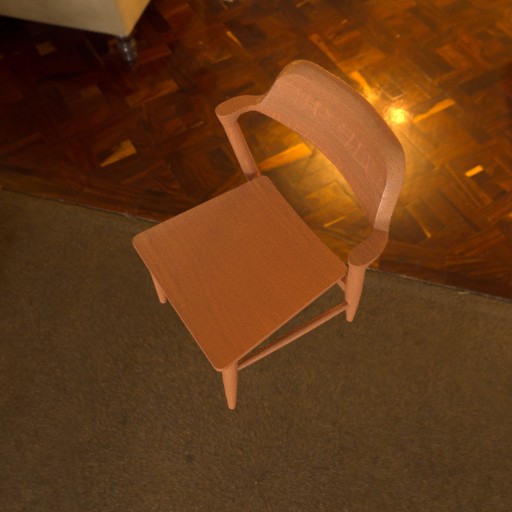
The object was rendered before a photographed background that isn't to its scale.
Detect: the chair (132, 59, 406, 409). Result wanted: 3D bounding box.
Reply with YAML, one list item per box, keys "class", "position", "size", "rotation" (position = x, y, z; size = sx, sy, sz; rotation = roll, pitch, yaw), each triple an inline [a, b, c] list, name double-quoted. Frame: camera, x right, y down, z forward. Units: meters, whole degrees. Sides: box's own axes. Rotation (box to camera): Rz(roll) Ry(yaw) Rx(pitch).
- class: "chair"
  position: [0.000, 0.000, 1.141]
  size: [0.499, 0.801, 0.496]
  rotation: [-32, 67, -15]
